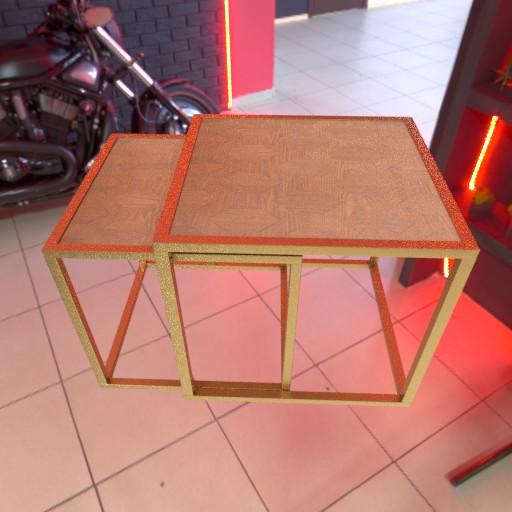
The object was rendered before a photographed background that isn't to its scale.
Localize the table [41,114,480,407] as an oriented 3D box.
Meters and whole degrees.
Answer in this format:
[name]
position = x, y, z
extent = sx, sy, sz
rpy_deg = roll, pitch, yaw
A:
[table]
position = 0.000, 0.000, 1.096
extent = 0.762, 0.505, 0.505
rpy_deg = 1, 42, 1
